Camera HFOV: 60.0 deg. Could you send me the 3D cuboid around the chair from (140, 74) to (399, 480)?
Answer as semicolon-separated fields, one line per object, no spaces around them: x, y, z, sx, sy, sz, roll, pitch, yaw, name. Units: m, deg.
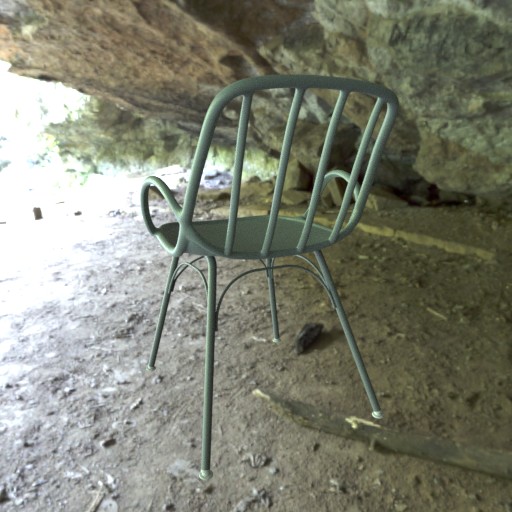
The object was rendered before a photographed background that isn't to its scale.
0.000;0.000;1.168;0.549;0.816;0.597;-7;16;-26;chair
